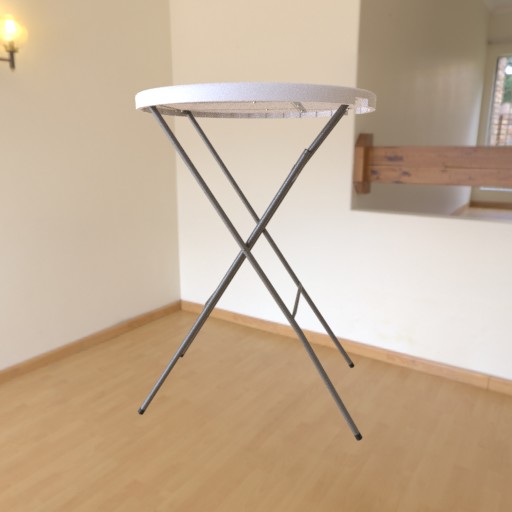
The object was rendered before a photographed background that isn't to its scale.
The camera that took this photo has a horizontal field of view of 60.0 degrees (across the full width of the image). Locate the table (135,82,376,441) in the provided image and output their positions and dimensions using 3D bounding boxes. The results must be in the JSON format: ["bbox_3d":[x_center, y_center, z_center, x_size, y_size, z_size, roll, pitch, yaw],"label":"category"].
[{"bbox_3d":[0.000,0.000,1.637,0.795,1.105,0.792,2,14,9],"label":"table"}]
